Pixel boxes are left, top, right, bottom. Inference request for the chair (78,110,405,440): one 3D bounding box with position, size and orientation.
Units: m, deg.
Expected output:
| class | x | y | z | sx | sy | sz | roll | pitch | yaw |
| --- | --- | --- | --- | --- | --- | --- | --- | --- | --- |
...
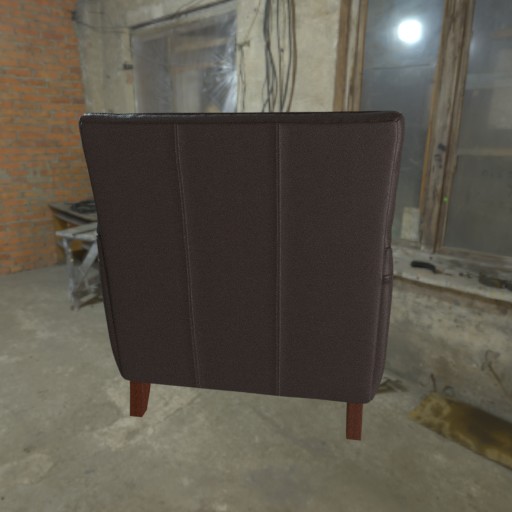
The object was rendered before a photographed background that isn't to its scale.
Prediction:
| class | x | y | z | sx | sy | sz | roll | pitch | yaw |
| --- | --- | --- | --- | --- | --- | --- | --- | --- | --- |
| chair | 0.000 | 0.000 | 1.567 | 0.870 | 0.943 | 0.825 | 3 | 16 | 9 |
